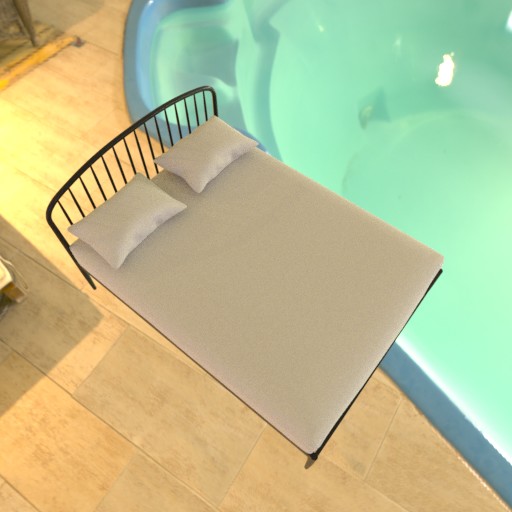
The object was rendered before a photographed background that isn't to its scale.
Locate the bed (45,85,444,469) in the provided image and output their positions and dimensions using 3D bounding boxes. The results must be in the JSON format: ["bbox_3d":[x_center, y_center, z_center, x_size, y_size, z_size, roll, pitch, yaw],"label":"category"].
[{"bbox_3d":[0.000,0.000,3.104,2.159,1.166,1.618,34,64,19],"label":"bed"}]
